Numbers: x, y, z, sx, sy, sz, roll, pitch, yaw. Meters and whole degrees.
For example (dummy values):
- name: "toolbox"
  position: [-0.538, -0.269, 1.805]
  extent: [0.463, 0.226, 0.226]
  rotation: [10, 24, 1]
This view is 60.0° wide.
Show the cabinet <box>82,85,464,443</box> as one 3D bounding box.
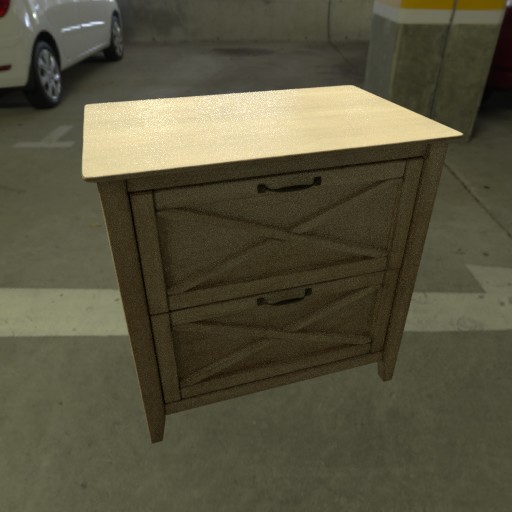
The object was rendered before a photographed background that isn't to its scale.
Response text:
- name: "cabinet"
  position: [0.000, 0.000, 1.235]
  extent: [0.763, 0.762, 0.503]
  rotation: [-10, 34, -15]
